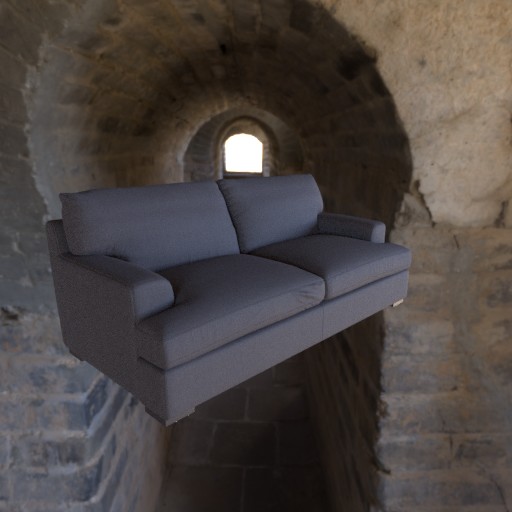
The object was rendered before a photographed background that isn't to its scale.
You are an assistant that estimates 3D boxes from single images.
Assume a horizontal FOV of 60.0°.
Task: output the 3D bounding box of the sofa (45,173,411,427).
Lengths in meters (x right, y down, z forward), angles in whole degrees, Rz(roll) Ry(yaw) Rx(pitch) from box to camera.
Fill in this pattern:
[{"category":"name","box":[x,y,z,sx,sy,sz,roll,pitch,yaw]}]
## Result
[{"category":"sofa","box":[0.000,0.000,2.893,1.140,0.950,2.271,13,19,43]}]
